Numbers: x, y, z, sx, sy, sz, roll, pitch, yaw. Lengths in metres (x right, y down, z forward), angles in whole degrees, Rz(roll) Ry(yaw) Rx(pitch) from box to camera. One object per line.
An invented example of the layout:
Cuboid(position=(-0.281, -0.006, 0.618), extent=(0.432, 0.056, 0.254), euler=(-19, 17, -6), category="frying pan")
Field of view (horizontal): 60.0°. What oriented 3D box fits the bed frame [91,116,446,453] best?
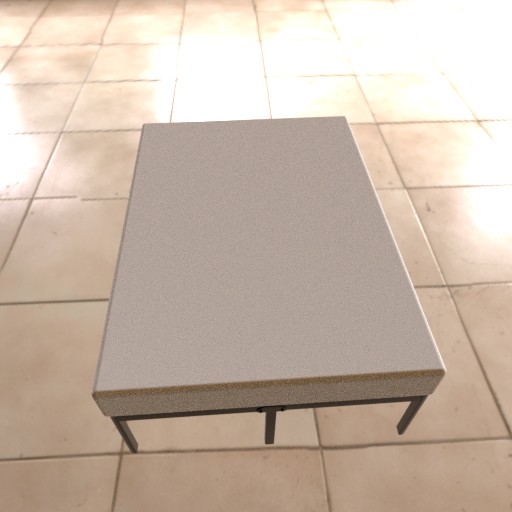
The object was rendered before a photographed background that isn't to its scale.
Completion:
Cuboid(position=(0.000, 0.000, 2.614), extent=(1.408, 0.659, 1.956), euler=(-3, 48, -3), category="bed frame")
